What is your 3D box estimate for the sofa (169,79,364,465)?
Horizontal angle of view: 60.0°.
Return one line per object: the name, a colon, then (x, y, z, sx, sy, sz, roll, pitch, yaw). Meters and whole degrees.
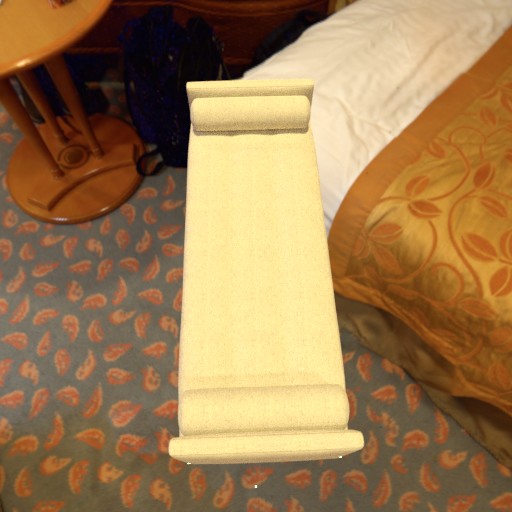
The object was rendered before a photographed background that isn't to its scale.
sofa: (0.000, 0.000, 2.494, 0.797, 0.655, 2.102, -2, 63, -1)
